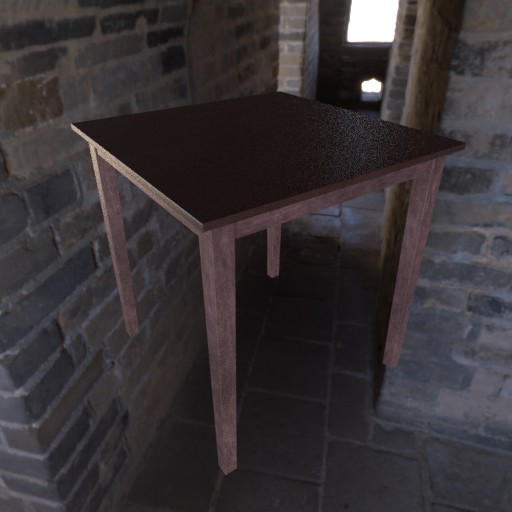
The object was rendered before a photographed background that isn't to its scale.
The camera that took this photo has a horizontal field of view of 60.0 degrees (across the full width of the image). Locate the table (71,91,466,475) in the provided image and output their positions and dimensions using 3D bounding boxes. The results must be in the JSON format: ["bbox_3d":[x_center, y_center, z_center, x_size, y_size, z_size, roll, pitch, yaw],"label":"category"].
[{"bbox_3d":[0.000,0.000,1.376,0.749,0.770,0.749,-20,37,-29],"label":"table"}]
